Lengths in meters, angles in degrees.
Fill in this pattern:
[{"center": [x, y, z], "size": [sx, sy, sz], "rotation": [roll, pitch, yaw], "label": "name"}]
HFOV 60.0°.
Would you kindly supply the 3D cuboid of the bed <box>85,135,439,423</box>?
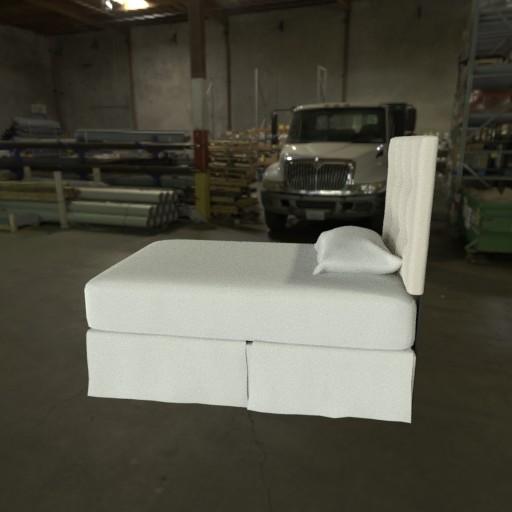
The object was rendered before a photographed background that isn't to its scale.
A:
[{"center": [0.000, 0.000, 3.014], "size": [1.997, 1.571, 1.261], "rotation": [2, 15, 8], "label": "bed"}]
